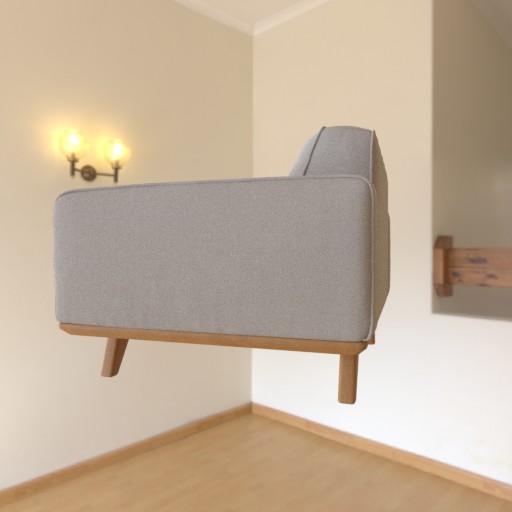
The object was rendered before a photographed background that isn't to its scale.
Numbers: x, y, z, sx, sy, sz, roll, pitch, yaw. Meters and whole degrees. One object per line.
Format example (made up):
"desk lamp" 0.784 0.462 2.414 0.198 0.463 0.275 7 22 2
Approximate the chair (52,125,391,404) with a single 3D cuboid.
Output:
"chair" 0.000 0.000 1.691 0.953 0.779 1.115 0 1 19
